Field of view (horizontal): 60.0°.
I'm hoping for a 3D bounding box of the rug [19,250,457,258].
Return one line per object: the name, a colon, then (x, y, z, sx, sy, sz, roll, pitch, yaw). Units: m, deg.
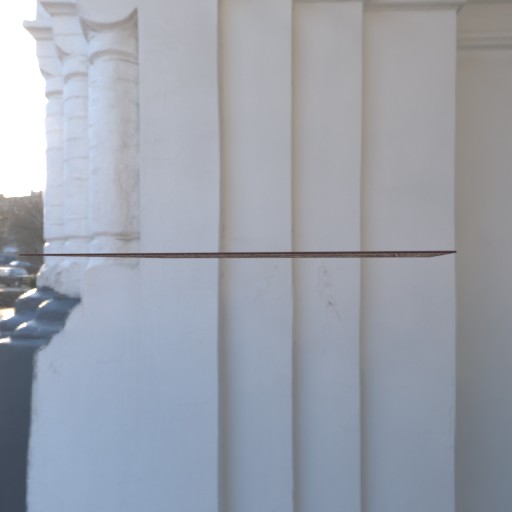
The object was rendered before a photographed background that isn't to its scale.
rug: (0.000, 0.000, 4.173, 3.197, 0.013, 2.381, 0, -1, 18)
